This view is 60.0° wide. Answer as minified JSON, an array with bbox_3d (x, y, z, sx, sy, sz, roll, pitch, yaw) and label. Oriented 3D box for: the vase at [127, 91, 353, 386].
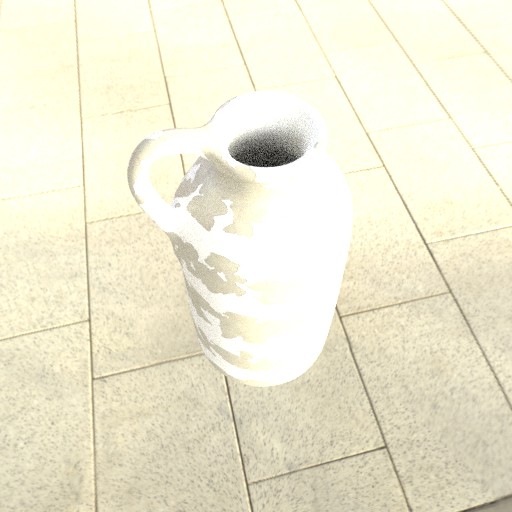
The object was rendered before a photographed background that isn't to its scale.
[{"bbox_3d":[0.000,0.000,0.479,0.203,0.382,0.186,-13,59,-8],"label":"vase"}]
